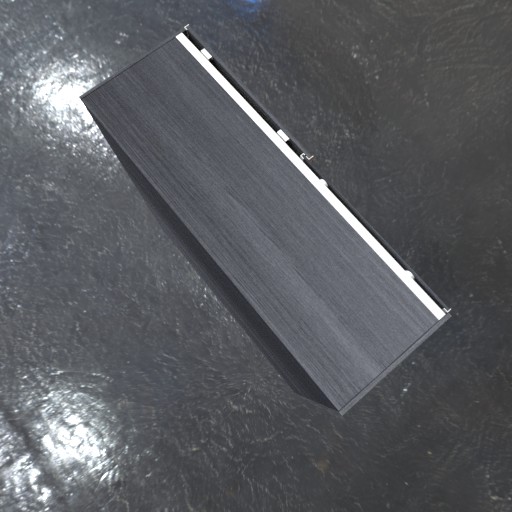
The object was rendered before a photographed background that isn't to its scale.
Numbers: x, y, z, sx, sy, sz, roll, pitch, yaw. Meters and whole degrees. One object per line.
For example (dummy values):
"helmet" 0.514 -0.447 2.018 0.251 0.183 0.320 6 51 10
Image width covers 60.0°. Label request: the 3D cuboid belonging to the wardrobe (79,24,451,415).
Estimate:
"wardrobe" 0.000 0.000 2.833 0.629 1.960 1.780 -38 78 -10
